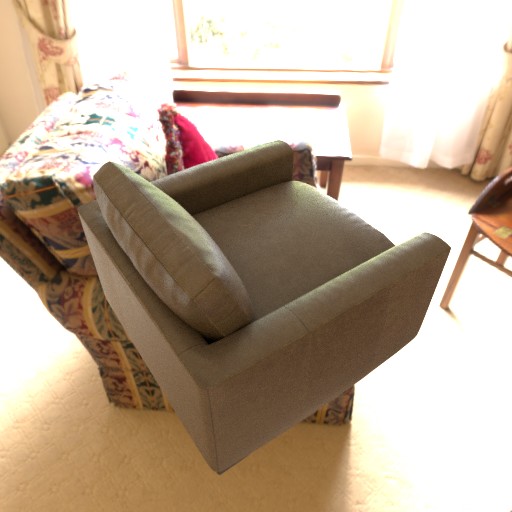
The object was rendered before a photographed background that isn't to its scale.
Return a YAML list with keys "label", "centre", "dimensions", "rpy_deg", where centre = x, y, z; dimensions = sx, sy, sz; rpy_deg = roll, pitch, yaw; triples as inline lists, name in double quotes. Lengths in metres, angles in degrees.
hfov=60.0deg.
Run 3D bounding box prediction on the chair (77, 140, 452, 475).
- label: "chair"
  centre: [0.000, 0.000, 1.833]
  dimensions: [1.080, 0.807, 1.106]
  rpy_deg: [-25, 47, -26]
